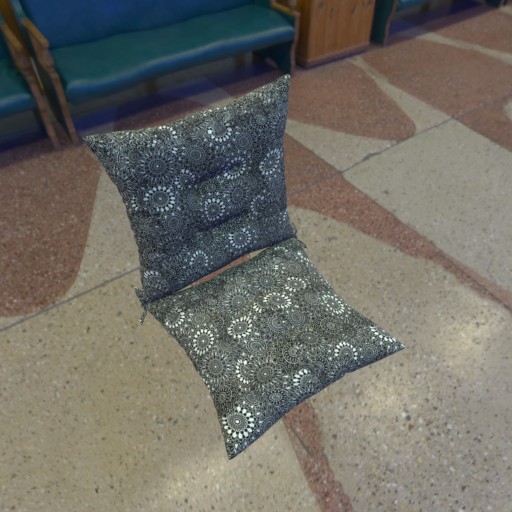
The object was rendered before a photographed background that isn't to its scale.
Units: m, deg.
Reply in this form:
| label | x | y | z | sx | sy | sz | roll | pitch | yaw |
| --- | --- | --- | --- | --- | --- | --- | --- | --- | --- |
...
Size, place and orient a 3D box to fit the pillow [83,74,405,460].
| label | x | y | z | sx | sy | sz | roll | pitch | yaw |
| --- | --- | --- | --- | --- | --- | --- | --- | --- | --- |
| pillow | 0.000 | 0.000 | 1.016 | 0.541 | 0.536 | 0.585 | -25 | 52 | -22 |
